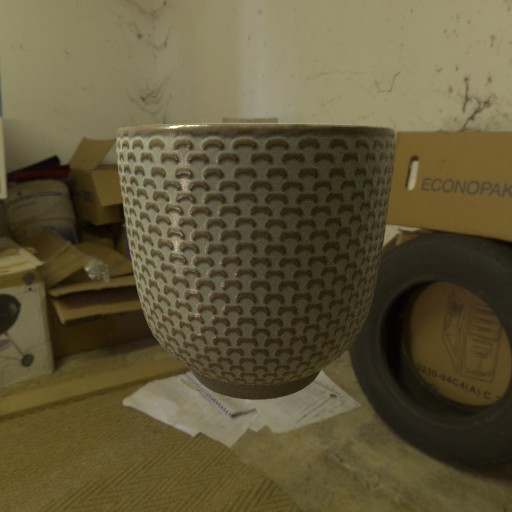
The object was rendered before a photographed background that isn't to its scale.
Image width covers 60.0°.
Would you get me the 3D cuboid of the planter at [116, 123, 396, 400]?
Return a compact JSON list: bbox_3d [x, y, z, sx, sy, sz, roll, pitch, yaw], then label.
[{"bbox_3d":[0.000,0.000,0.346,0.197,0.191,0.197,0,14,0],"label":"planter"}]
